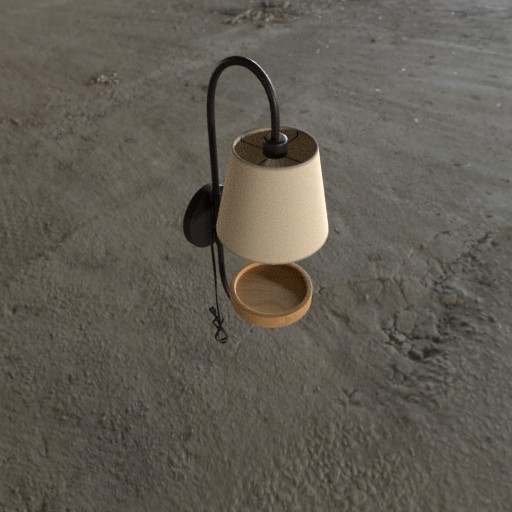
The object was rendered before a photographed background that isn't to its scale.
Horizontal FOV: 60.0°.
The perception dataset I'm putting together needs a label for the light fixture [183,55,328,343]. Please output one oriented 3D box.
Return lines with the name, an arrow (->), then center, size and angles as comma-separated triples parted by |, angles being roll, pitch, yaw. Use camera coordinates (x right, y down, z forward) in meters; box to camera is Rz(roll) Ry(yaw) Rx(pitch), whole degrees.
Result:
light fixture -> 0.000, 0.000, 0.960 | 0.299, 0.821, 0.220 | 26, 49, 25
